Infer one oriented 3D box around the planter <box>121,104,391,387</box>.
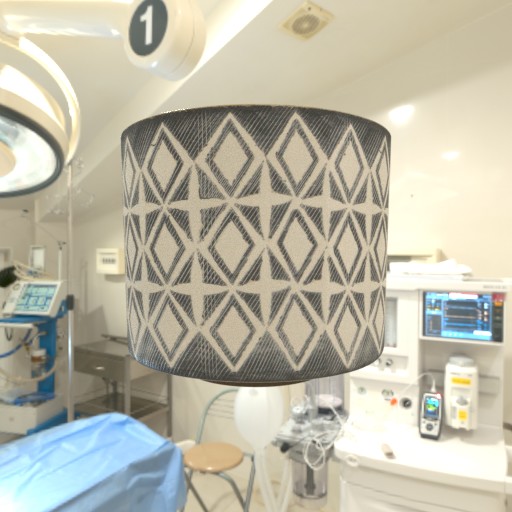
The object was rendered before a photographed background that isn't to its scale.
[{"bbox_3d":[0.000,0.000,0.331,0.192,0.165,0.192,0,1,0],"label":"planter"}]
